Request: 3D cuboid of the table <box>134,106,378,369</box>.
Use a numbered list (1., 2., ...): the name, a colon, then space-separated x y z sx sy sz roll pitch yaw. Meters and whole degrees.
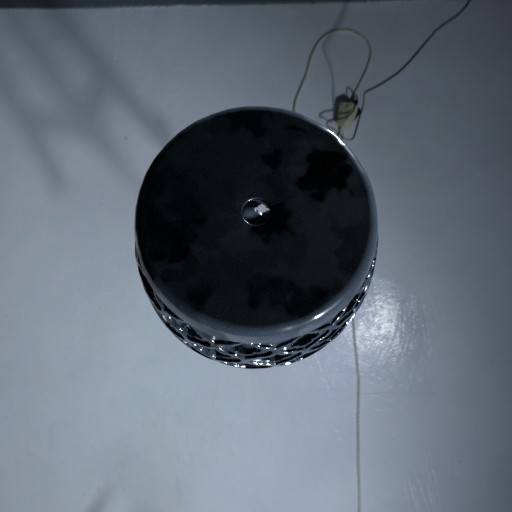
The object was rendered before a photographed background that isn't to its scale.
1. table: 0.000 0.000 0.658 0.325 0.388 0.325 0 76 0
